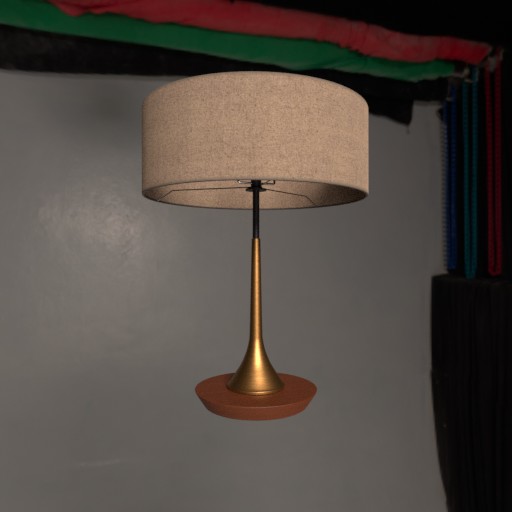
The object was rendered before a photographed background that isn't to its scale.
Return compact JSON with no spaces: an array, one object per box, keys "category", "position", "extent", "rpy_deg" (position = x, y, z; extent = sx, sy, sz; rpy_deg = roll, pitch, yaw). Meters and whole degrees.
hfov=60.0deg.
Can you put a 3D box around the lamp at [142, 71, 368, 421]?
[{"category":"lamp","position":[0.000,0.000,0.836],"extent":[0.417,0.551,0.396],"rpy_deg":[0,0,-18]}]
